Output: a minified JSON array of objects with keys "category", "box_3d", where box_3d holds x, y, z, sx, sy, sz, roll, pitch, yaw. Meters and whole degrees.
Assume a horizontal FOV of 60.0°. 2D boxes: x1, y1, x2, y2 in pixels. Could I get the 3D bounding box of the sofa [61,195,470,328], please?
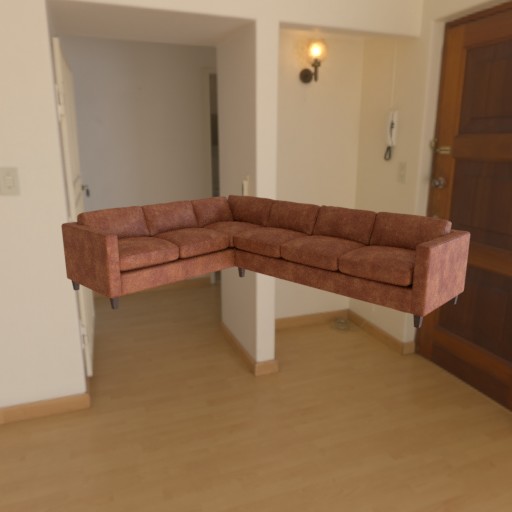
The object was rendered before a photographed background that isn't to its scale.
[{"category":"sofa","box_3d":[0.000,0.000,4.344,3.150,0.838,2.438,13,19,42]}]
